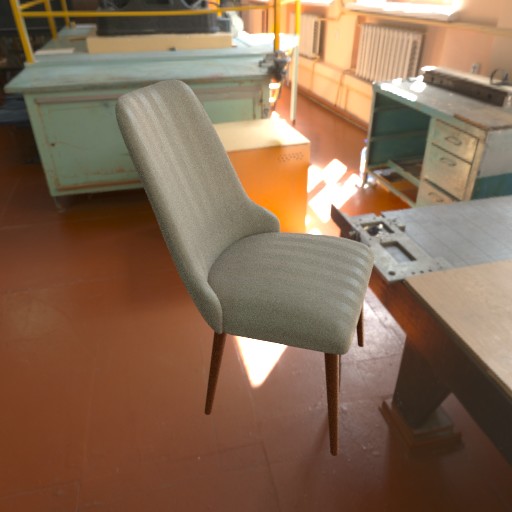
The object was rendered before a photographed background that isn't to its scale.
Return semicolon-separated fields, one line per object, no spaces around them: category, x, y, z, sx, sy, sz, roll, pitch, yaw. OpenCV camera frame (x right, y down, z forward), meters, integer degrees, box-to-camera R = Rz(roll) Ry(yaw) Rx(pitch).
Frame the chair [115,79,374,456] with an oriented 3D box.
chair;0.000;0.000;1.328;0.684;0.917;0.526;11;34;17
